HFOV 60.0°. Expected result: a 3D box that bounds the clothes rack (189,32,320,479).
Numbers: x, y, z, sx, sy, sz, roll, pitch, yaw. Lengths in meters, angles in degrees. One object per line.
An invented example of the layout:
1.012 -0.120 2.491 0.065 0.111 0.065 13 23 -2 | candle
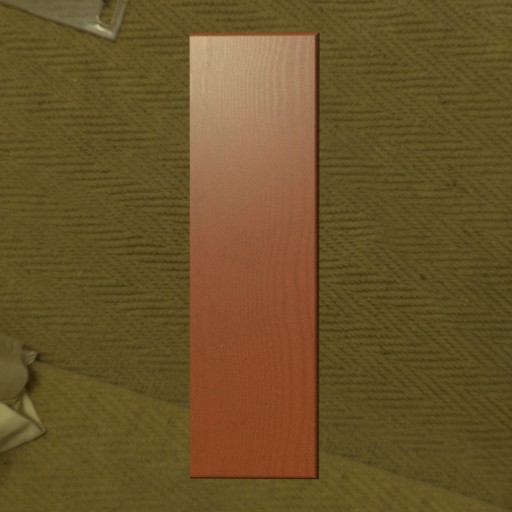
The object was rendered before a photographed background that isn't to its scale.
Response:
0.000 0.000 1.524 0.362 0.594 1.251 0 90 1 | clothes rack
